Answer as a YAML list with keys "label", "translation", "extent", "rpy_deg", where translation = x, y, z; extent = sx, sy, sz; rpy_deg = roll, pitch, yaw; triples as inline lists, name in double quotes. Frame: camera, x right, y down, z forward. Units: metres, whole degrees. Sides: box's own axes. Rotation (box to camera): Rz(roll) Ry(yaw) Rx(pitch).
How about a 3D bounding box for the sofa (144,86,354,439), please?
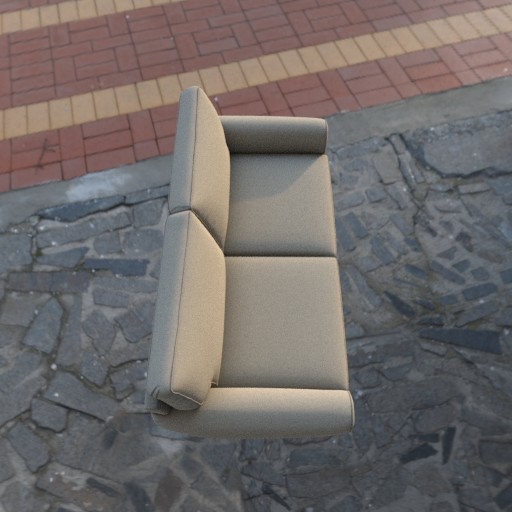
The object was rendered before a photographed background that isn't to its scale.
- label: "sofa"
  translation: [0.000, 0.000, 2.502]
  extent: [0.940, 0.952, 1.930]
  rpy_deg: [0, 62, 0]
